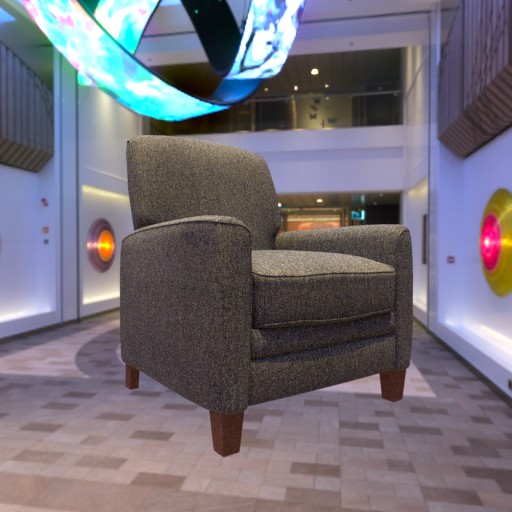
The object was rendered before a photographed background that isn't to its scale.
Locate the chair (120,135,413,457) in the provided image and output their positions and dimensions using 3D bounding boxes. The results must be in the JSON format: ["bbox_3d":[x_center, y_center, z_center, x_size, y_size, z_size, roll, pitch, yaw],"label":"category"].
[{"bbox_3d":[0.000,0.000,1.642,0.848,1.014,0.864,-1,1,-36],"label":"chair"}]
